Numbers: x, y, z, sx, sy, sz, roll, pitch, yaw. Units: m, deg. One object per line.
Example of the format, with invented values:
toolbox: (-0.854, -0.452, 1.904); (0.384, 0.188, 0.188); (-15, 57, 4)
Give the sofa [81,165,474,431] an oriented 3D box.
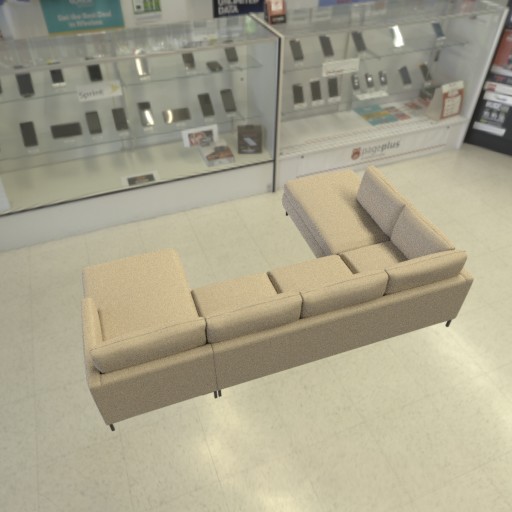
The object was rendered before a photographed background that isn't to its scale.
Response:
sofa: (0.000, 0.000, 3.622); (2.737, 0.756, 1.879); (-13, 44, -14)
